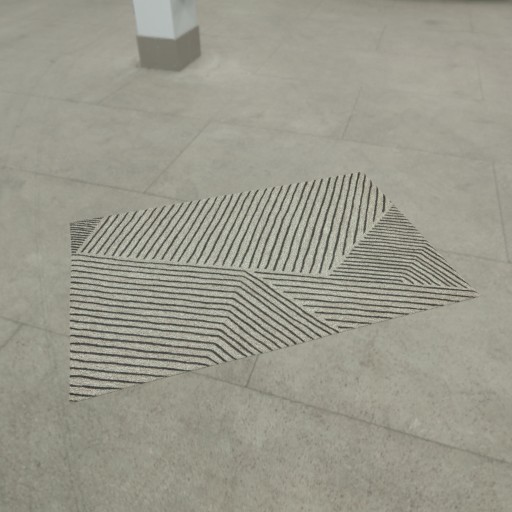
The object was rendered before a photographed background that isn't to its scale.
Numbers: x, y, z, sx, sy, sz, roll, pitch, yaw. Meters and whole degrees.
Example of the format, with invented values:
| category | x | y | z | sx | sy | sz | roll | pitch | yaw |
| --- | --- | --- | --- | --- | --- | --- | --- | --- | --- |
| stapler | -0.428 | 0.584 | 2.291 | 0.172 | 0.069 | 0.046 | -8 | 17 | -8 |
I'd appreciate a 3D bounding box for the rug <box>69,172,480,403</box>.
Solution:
| category | x | y | z | sx | sy | sz | roll | pitch | yaw |
| --- | --- | --- | --- | --- | --- | --- | --- | --- | --- |
| rug | 0.000 | 0.000 | 2.994 | 2.406 | 0.023 | 1.539 | -12 | 43 | -13 |
